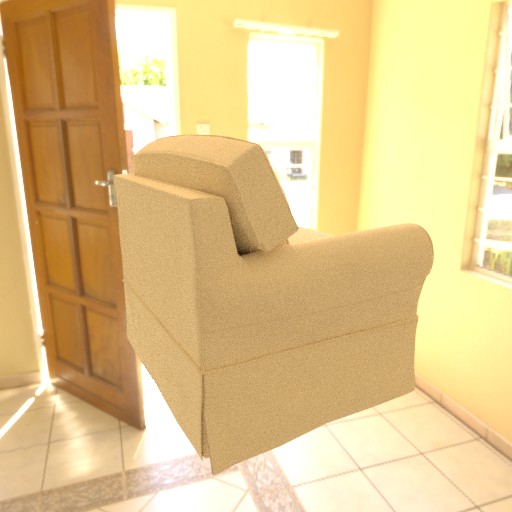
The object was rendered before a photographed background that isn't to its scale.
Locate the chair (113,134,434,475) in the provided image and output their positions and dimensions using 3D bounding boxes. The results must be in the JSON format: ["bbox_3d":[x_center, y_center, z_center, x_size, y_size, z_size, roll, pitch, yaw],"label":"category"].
[{"bbox_3d":[0.000,0.000,1.817,0.904,0.958,1.099,-8,17,-28],"label":"chair"}]
